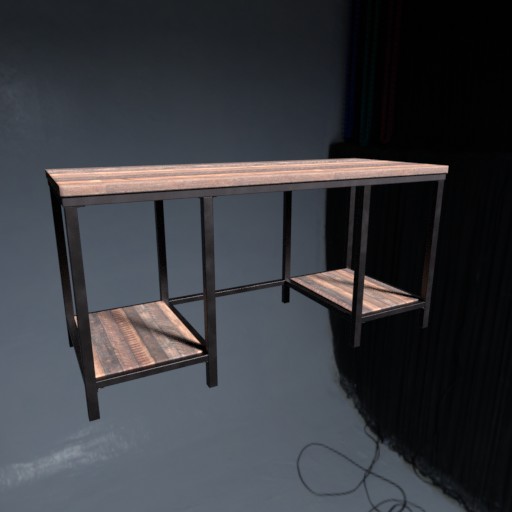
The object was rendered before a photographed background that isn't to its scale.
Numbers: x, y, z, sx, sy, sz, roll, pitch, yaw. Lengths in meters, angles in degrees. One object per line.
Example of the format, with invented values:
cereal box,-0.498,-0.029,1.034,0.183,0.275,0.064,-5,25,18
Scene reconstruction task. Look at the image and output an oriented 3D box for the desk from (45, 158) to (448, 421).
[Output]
desk,0.000,0.000,1.918,1.538,0.753,0.617,-8,18,-27
